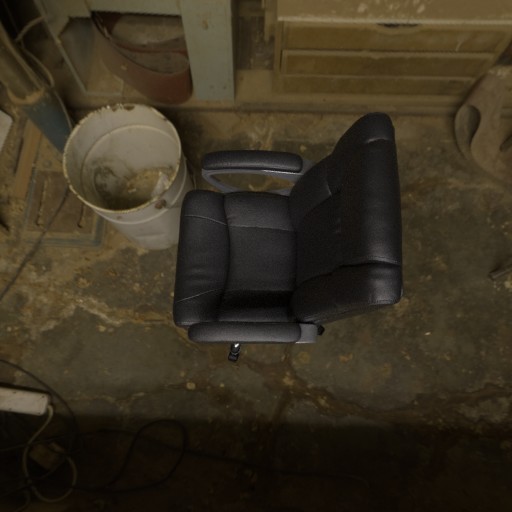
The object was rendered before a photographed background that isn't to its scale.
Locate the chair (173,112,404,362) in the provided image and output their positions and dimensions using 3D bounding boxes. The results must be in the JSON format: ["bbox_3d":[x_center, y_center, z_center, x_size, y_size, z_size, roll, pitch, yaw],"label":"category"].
[{"bbox_3d":[0.000,0.000,1.592,0.719,1.130,0.721,3,75,1],"label":"chair"}]
